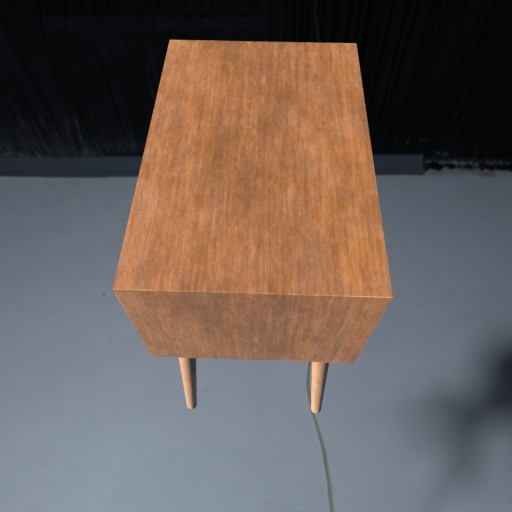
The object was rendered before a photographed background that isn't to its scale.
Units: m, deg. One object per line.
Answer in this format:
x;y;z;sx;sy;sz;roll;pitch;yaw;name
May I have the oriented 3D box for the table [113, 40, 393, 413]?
0.000;0.000;0.841;0.307;0.580;0.454;2;58;1;table
